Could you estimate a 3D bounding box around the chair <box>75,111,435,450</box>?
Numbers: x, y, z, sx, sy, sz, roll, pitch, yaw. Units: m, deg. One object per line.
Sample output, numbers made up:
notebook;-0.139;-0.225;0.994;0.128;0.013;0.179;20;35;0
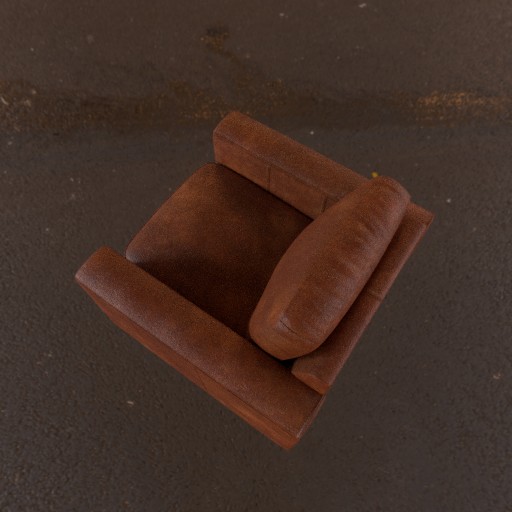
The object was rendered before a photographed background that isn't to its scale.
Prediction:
chair;0.000;0.000;1.776;1.016;0.873;1.005;32;67;15
